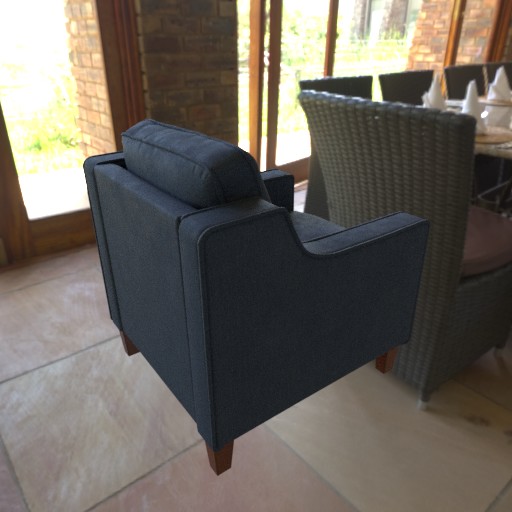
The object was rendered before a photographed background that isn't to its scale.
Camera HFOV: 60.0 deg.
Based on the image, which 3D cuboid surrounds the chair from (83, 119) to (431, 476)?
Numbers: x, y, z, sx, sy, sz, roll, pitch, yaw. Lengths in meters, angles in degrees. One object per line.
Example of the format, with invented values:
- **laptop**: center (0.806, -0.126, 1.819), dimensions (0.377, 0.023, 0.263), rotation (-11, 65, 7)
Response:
- **chair**: center (0.000, 0.000, 1.638), dimensions (0.909, 0.960, 0.831), rotation (-18, 31, -32)
